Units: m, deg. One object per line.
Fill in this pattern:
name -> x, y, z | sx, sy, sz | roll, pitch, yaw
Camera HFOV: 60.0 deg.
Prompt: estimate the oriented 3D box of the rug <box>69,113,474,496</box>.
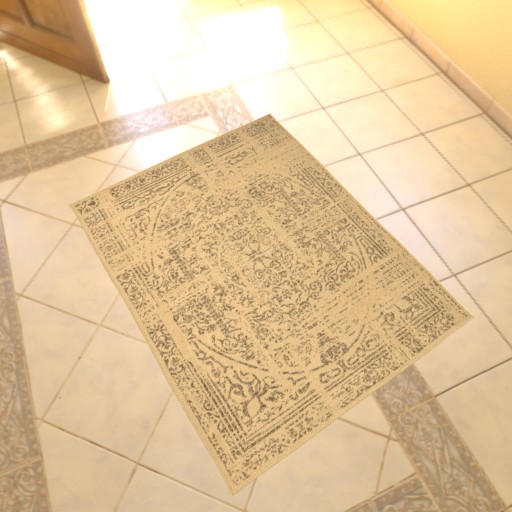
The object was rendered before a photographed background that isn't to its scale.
rug -> 0.000, 0.000, 3.873 | 2.311, 0.032, 2.921 | -29, 63, -17
